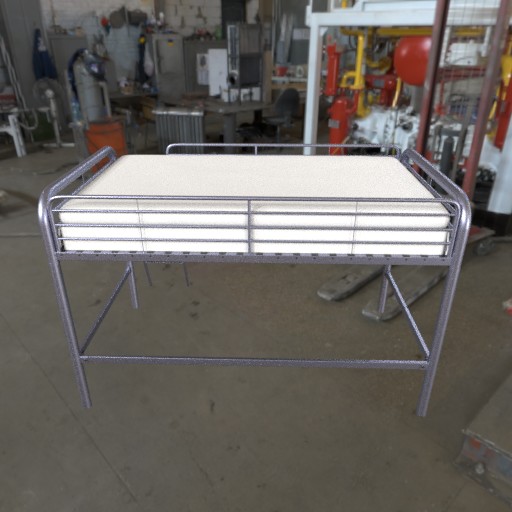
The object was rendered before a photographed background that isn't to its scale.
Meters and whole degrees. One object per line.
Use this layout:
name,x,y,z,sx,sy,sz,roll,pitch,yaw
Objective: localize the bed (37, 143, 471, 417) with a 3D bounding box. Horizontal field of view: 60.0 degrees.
bed,0.000,0.000,2.857,1.965,1.288,1.415,1,27,2
